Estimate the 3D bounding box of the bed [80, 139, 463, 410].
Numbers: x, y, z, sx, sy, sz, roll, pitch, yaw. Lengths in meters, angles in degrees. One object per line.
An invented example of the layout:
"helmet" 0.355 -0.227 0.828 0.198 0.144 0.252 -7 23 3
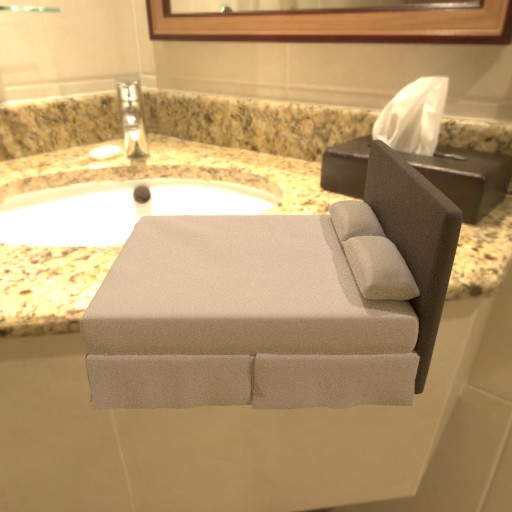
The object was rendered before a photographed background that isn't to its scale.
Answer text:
"bed" 0.000 0.000 3.230 2.142 1.330 1.723 0 27 0
